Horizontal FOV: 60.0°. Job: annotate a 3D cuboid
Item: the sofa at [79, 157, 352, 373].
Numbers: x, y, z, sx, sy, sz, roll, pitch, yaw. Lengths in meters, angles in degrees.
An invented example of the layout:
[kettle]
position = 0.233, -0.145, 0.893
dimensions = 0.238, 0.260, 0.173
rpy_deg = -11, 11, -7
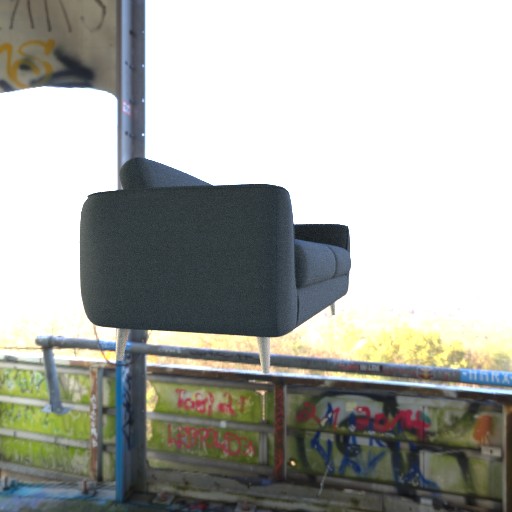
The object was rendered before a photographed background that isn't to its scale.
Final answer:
[sofa]
position = 0.000, 0.000, 2.506
dimensions = 0.920, 0.850, 2.000
rpy_deg = 0, 0, 18
